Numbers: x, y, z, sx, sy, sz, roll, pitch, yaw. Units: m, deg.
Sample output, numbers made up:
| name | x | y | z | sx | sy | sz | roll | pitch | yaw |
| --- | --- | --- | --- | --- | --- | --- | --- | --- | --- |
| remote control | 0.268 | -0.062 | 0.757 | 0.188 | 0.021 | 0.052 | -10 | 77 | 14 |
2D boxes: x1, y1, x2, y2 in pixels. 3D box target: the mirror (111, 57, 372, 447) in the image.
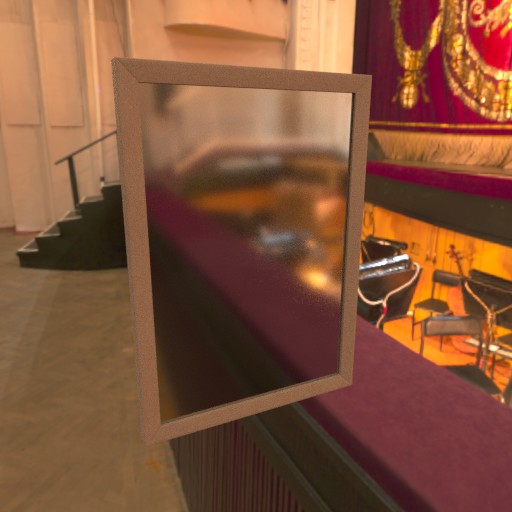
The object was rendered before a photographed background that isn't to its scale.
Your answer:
| name | x | y | z | sx | sy | sz | roll | pitch | yaw |
| --- | --- | --- | --- | --- | --- | --- | --- | --- | --- |
| mirror | 0.000 | 0.000 | 0.905 | 0.507 | 0.710 | 0.040 | -7 | 17 | -25 |
